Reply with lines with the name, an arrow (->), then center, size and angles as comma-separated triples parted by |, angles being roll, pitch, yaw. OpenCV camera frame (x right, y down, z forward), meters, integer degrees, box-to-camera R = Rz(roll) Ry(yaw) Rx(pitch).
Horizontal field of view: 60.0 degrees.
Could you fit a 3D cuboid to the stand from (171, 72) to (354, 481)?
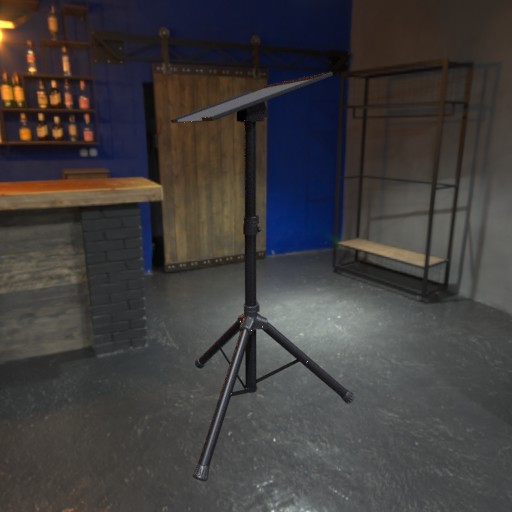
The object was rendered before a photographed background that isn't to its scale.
stand -> 0.000, 0.000, 1.614 | 0.702, 1.198, 0.702 | -7, 17, -23
